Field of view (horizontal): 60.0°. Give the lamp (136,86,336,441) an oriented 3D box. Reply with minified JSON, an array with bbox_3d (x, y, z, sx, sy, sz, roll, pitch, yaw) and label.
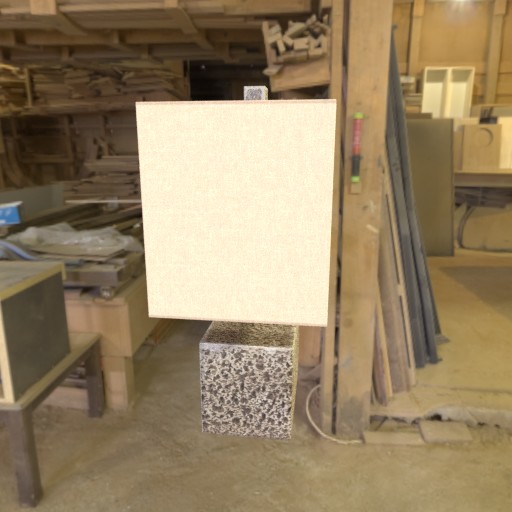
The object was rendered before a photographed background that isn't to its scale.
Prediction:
[{"bbox_3d":[0.000,0.000,0.574,0.180,0.411,0.294,2,14,8],"label":"lamp"}]
